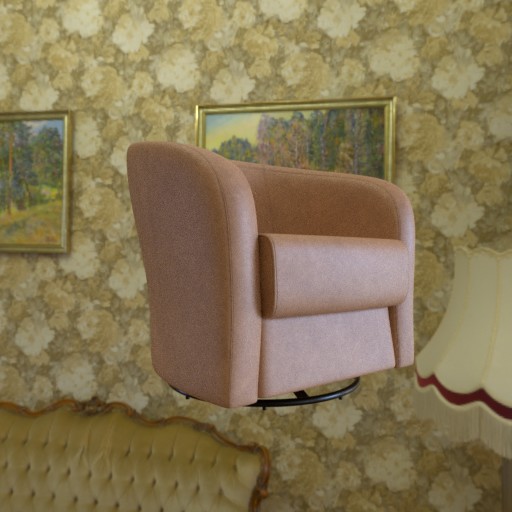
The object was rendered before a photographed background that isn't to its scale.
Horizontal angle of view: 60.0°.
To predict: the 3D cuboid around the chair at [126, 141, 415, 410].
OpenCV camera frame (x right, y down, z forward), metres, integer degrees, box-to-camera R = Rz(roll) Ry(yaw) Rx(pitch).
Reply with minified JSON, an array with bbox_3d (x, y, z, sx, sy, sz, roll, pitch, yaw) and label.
[{"bbox_3d":[0.000,0.000,1.425,0.791,0.771,0.815,0,-1,-37],"label":"chair"}]
